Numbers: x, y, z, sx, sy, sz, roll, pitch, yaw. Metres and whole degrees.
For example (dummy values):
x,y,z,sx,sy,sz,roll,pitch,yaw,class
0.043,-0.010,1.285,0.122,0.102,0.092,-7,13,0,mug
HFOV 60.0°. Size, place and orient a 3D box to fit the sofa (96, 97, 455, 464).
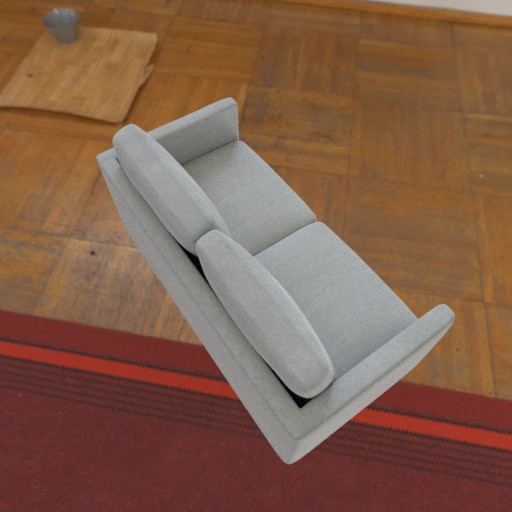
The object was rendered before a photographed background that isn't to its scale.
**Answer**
x,y,z,sx,sy,sz,roll,pitch,yaw,class
0.000,0.000,2.467,0.950,0.963,1.884,-31,62,-18,sofa
